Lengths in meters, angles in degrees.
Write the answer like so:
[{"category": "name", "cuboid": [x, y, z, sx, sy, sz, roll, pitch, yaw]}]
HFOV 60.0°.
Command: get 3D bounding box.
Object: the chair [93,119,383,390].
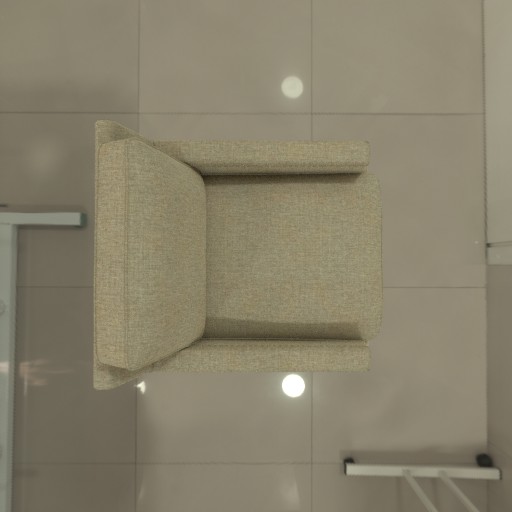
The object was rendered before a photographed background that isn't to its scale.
[{"category": "chair", "cuboid": [0.000, 0.000, 1.708, 1.014, 0.943, 0.853, 0, 89, 0]}]
